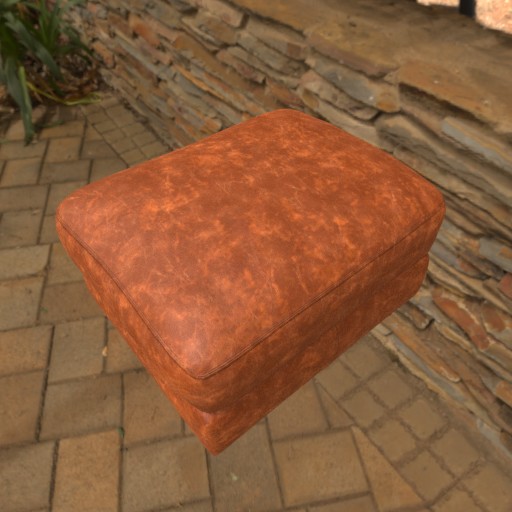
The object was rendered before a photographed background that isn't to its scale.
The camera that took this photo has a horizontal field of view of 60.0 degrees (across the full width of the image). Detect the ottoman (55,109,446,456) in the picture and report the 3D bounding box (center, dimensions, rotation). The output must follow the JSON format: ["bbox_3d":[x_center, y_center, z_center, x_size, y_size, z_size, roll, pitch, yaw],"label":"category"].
[{"bbox_3d":[0.000,0.000,1.227,0.832,0.562,0.657,-31,53,-27],"label":"ottoman"}]
